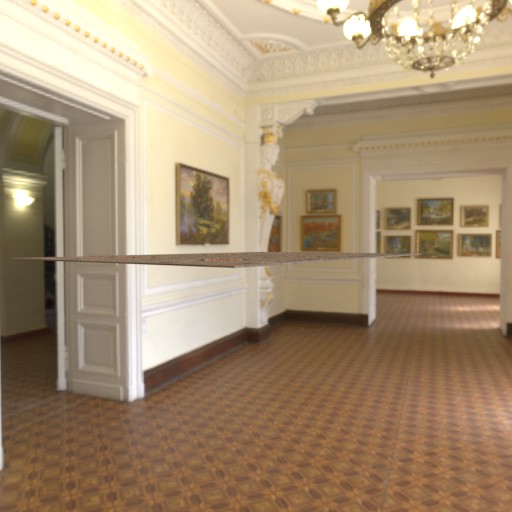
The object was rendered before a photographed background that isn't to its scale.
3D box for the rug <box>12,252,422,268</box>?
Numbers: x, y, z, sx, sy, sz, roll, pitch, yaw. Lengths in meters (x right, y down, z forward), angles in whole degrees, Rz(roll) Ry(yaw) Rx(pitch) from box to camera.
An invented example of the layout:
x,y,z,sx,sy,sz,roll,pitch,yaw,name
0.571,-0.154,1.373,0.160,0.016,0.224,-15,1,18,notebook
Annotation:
x,y,z,sx,sy,sz,roll,pitch,yaw,name
0.000,0.000,2.952,1.515,0.007,2.427,1,2,35,rug
